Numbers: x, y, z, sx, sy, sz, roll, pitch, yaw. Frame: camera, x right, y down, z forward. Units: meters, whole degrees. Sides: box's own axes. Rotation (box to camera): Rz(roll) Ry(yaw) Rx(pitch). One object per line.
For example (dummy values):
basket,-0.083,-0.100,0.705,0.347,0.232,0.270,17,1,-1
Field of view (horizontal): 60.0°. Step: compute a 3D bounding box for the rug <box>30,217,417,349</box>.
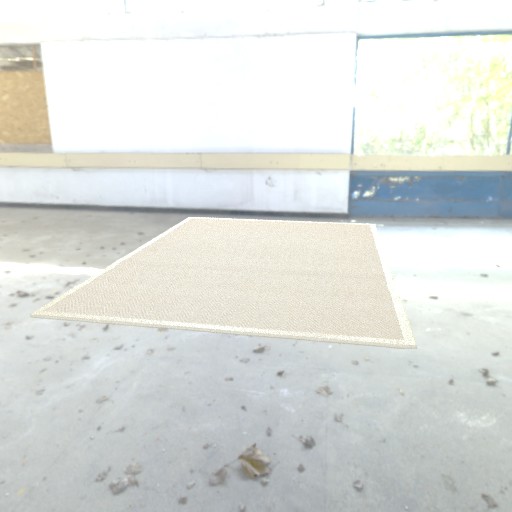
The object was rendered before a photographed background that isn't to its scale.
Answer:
rug,0.000,0.000,4.737,2.734,0.037,3.659,3,17,10
